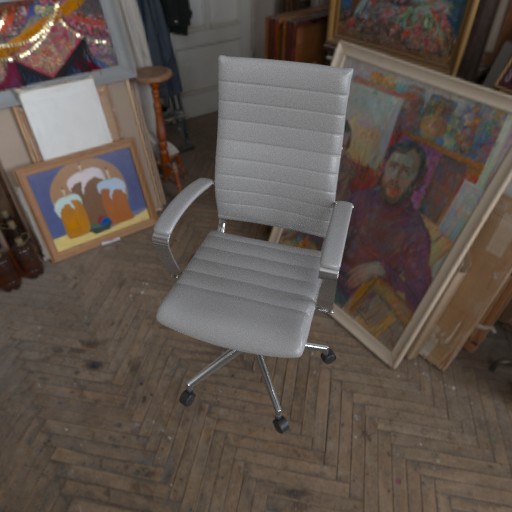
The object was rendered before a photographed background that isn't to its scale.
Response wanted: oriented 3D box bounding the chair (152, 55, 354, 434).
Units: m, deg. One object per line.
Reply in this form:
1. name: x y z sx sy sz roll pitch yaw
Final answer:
1. chair: 0.000 0.000 1.572 0.679 1.149 0.667 12 42 13
